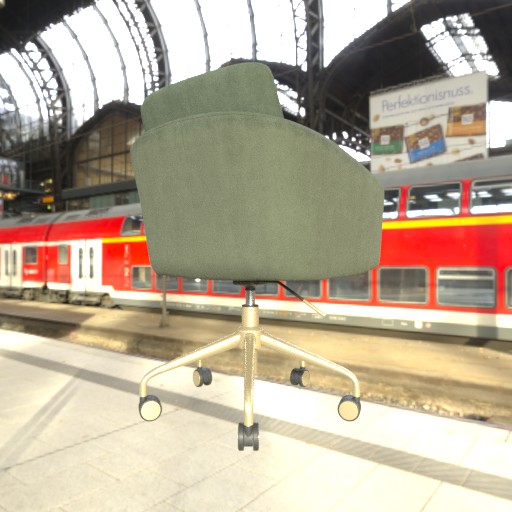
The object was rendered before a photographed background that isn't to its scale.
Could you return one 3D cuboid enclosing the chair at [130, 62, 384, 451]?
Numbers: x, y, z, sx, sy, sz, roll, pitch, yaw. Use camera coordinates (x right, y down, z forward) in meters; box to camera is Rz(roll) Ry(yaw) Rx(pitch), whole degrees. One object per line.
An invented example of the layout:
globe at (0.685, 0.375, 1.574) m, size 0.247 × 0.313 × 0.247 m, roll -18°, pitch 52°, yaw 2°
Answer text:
chair at (0.000, 0.000, 1.351) m, size 0.641 × 0.908 × 0.635 m, roll -1°, pitch -1°, yaw 36°
